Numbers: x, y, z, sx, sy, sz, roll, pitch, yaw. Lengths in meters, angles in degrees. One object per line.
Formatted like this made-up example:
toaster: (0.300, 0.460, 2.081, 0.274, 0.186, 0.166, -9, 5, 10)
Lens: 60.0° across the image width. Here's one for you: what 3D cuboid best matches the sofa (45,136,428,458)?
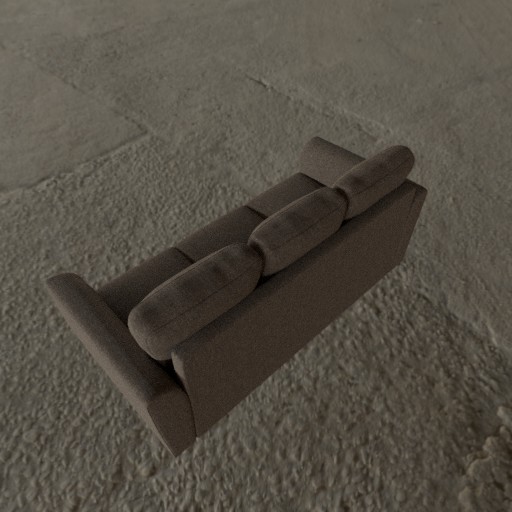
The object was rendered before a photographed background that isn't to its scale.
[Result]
sofa: (0.000, 0.000, 2.328, 1.847, 0.891, 0.837, -34, 54, -29)
